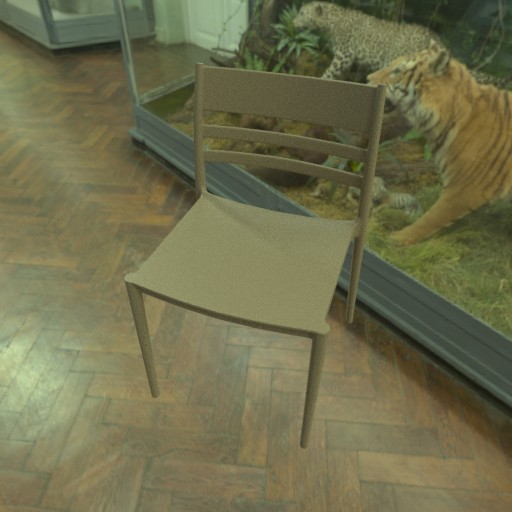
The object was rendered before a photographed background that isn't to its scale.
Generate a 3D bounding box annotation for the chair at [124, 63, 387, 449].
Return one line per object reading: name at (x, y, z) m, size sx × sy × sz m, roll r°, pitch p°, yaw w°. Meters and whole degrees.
chair at (0.000, 0.000, 1.152) m, size 0.531 × 0.800 × 0.511 m, roll 13°, pitch 42°, yaw 15°
